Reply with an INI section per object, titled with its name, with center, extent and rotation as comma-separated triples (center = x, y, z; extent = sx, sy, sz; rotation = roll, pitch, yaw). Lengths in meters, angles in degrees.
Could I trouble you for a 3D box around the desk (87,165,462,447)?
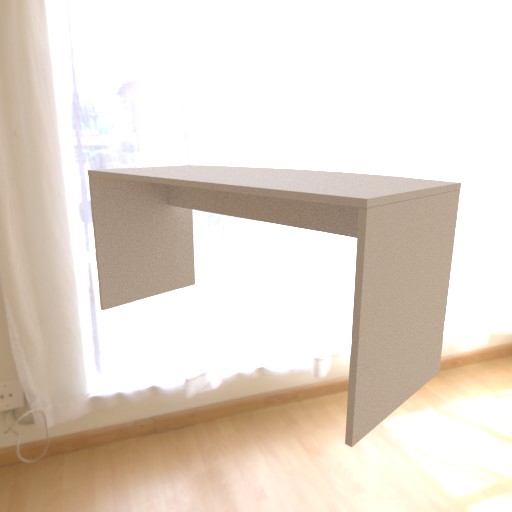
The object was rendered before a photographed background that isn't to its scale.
[desk]
center = 0.000, 0.000, 2.058
extent = 1.600, 0.750, 0.802
rotation = 14, 20, 43
